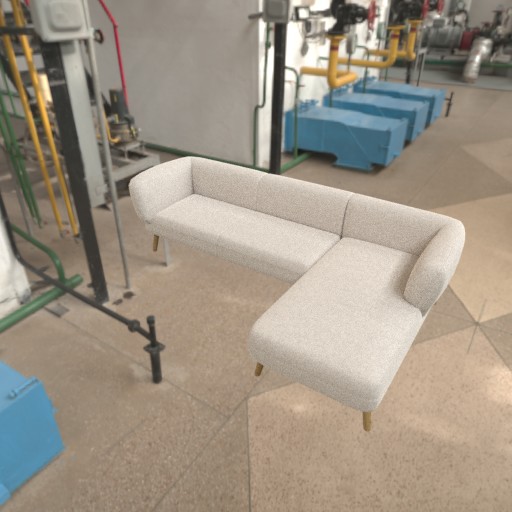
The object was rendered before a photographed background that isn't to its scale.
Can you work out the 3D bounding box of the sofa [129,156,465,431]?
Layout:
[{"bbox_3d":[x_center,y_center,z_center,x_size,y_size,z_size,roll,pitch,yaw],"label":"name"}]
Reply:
[{"bbox_3d":[0.000,0.000,3.344,2.660,0.730,1.610,19,36,28],"label":"sofa"}]
